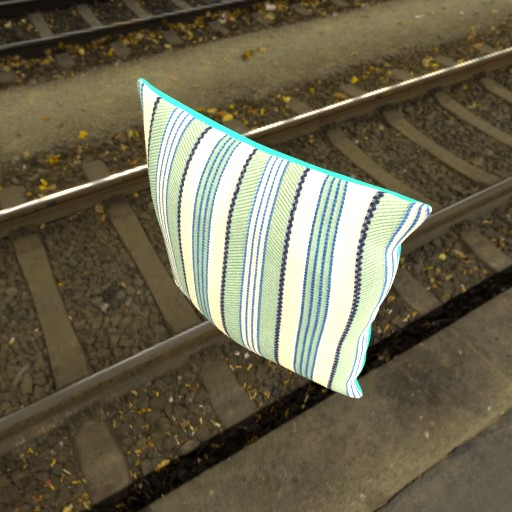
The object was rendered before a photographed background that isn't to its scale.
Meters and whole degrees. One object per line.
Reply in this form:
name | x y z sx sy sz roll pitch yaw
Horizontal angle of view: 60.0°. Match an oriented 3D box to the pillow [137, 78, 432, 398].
pillow | 0.000 0.000 0.682 0.440 0.441 0.182 30 54 25
